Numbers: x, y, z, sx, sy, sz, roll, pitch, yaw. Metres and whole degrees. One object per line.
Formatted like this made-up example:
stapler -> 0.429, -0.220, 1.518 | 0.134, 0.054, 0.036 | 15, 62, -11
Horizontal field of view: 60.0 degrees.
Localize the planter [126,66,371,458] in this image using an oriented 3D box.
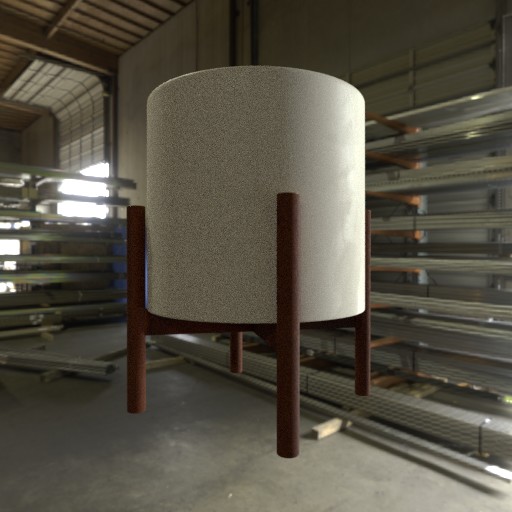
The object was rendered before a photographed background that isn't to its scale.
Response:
planter -> 0.000, 0.000, 0.879 | 0.421, 0.581, 0.420 | 0, 1, 36
